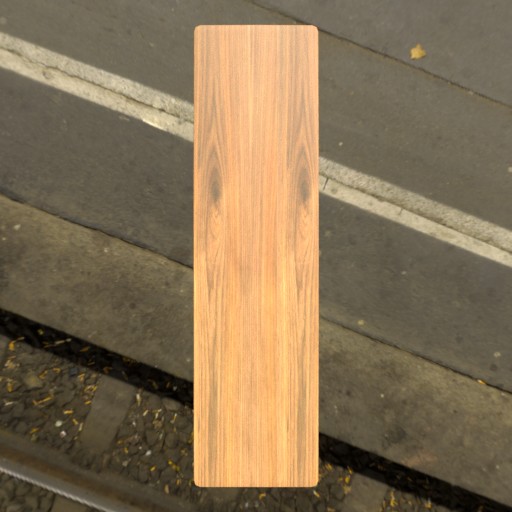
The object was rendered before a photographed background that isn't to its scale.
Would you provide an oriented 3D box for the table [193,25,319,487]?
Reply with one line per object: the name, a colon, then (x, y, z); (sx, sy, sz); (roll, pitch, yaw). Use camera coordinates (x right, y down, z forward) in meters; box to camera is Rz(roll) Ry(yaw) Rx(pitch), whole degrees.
table: (0.000, 0.000, 1.920); (0.425, 0.834, 1.570); (0, 90, 0)
